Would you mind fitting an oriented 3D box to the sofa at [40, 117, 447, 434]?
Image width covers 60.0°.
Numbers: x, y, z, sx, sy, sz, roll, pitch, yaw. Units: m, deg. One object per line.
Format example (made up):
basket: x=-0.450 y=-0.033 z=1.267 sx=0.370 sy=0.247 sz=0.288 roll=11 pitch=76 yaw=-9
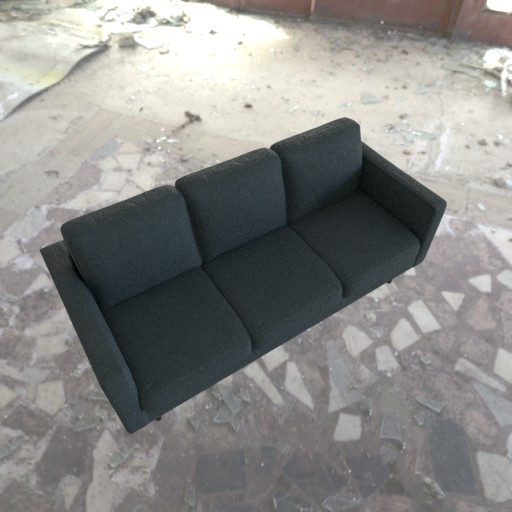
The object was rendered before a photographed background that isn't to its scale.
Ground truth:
sofa: x=0.000 y=0.000 z=2.519 sx=2.013 sy=0.945 sz=0.935 roll=-26 pitch=54 yaw=-21
